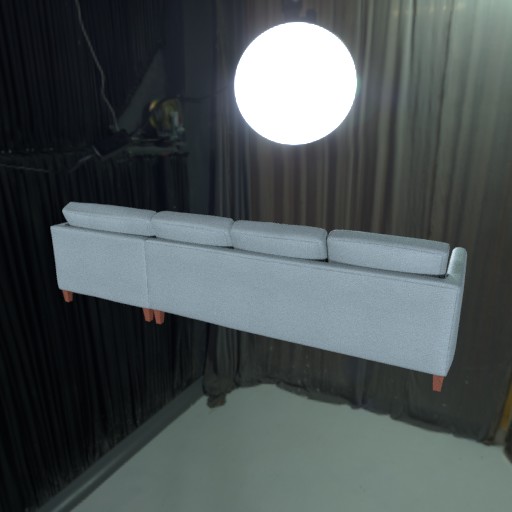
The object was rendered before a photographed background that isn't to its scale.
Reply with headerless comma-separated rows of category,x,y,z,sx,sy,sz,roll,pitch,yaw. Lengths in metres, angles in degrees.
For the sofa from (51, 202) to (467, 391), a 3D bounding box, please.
sofa,0.000,0.000,4.051,3.471,0.950,1.604,8,19,25
